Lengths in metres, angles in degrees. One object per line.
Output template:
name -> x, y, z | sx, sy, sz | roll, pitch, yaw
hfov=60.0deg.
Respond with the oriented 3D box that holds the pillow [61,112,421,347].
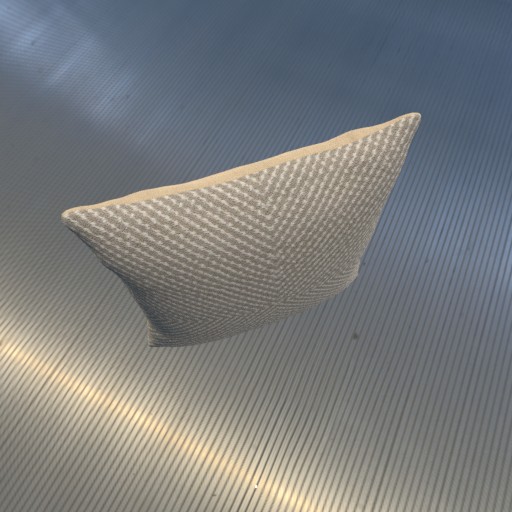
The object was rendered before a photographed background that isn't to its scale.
pillow -> 0.000, 0.000, 0.726 | 0.459, 0.458, 0.181 | -18, 64, -9
